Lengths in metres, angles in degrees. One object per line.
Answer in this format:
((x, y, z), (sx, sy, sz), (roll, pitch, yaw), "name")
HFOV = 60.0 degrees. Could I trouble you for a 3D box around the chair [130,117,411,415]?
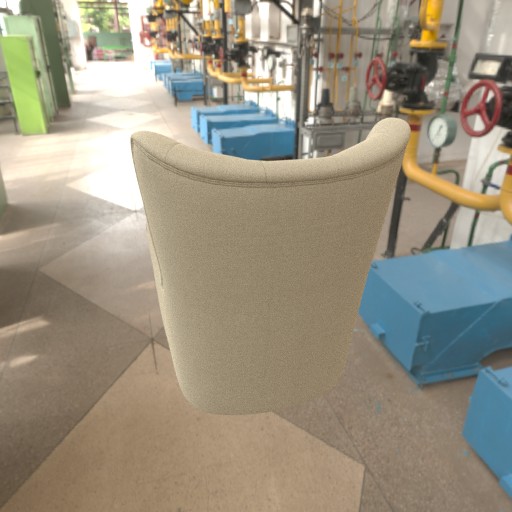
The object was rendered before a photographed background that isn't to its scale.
((0.000, 0.000, 1.720), (0.831, 1.079, 0.929), (-7, 27, -13), "chair")
